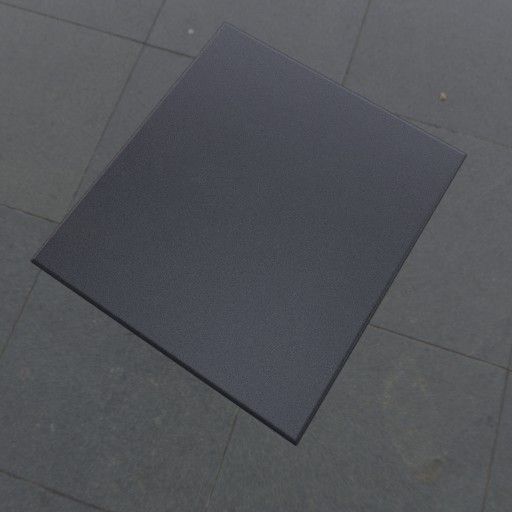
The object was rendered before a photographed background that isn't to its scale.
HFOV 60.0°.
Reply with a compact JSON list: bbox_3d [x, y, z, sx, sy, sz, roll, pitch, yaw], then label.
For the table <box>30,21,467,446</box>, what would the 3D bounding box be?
[{"bbox_3d":[0.000,0.000,0.913,0.442,0.565,0.488,32,77,8],"label":"table"}]
